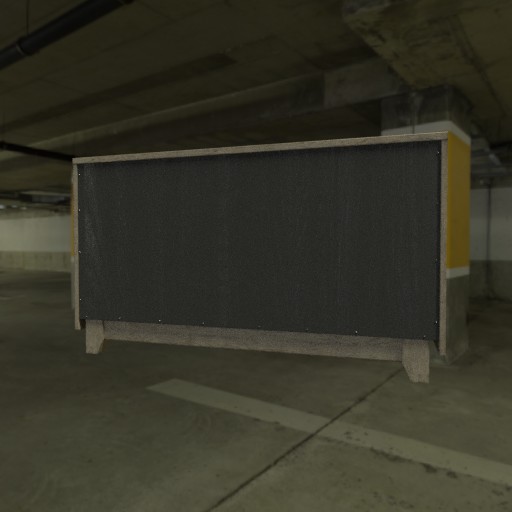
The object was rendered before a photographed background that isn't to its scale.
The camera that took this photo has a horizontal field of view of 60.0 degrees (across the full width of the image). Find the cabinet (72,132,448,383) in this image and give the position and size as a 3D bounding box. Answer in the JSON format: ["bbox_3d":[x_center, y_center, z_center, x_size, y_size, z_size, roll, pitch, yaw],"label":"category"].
[{"bbox_3d":[0.000,0.000,1.900,1.460,0.825,0.511,0,2,18],"label":"cabinet"}]
